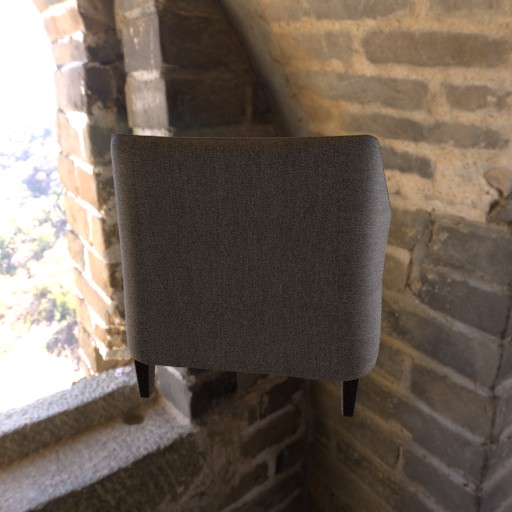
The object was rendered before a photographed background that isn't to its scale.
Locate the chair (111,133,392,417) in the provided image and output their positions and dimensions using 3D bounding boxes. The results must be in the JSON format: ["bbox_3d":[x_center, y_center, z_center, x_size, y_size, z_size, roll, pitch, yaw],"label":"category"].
[{"bbox_3d":[0.000,0.000,1.412,0.796,0.761,0.758,2,17,8],"label":"chair"}]
